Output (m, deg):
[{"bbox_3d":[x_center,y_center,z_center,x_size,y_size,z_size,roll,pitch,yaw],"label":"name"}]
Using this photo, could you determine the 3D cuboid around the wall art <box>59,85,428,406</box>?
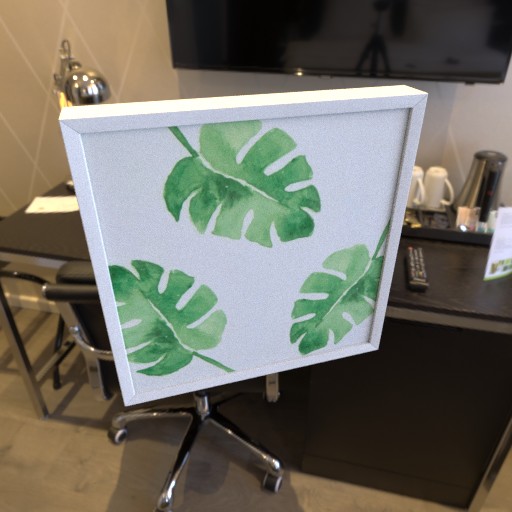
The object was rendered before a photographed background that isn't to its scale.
[{"bbox_3d":[0.000,0.000,0.448,0.305,0.305,0.038,-9,33,-14],"label":"wall art"}]
